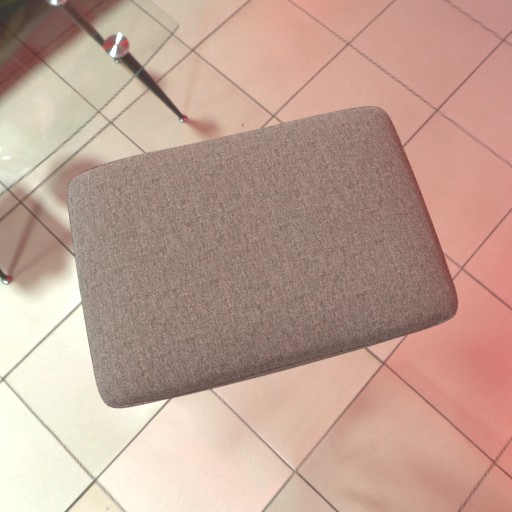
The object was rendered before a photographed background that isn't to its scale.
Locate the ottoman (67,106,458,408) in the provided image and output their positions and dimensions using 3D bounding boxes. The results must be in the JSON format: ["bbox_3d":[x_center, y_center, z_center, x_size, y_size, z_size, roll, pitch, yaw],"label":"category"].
[{"bbox_3d":[0.000,0.000,1.347,0.977,0.451,0.694,-14,75,-4],"label":"ottoman"}]
